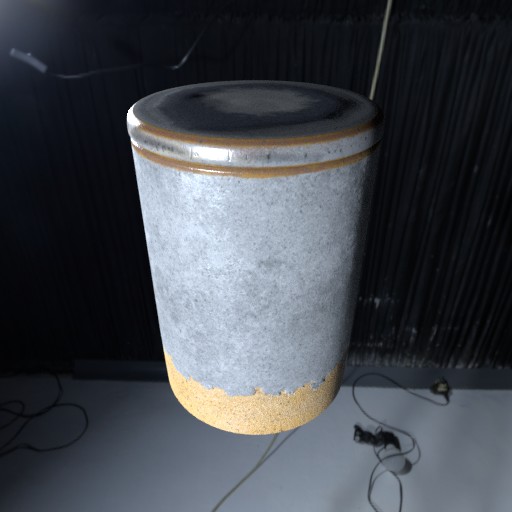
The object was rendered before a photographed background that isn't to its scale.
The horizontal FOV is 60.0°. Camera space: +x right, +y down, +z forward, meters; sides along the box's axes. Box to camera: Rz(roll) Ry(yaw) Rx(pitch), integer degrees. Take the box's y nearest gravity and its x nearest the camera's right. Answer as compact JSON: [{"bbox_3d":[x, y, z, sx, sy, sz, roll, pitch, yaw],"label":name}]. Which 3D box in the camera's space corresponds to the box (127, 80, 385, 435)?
[{"bbox_3d":[0.000,0.000,0.250,0.118,0.168,0.118,0,32,0],"label":"box"}]
